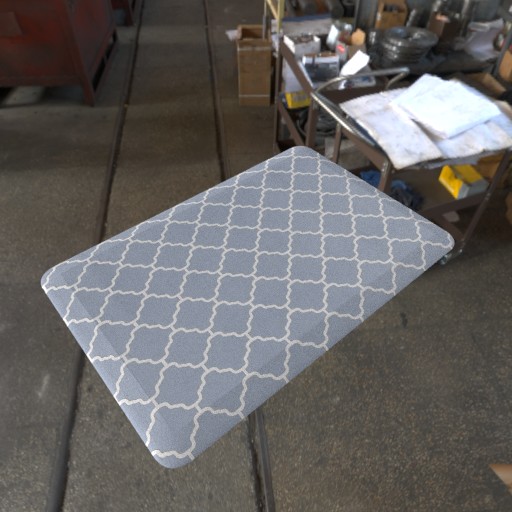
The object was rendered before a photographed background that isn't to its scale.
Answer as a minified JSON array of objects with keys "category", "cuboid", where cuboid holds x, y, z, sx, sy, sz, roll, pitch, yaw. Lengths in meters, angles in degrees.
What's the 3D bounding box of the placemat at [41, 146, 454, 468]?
[{"category":"placemat","cuboid":[0.000,0.000,0.942,0.762,0.021,0.508,-32,55,-26]}]
